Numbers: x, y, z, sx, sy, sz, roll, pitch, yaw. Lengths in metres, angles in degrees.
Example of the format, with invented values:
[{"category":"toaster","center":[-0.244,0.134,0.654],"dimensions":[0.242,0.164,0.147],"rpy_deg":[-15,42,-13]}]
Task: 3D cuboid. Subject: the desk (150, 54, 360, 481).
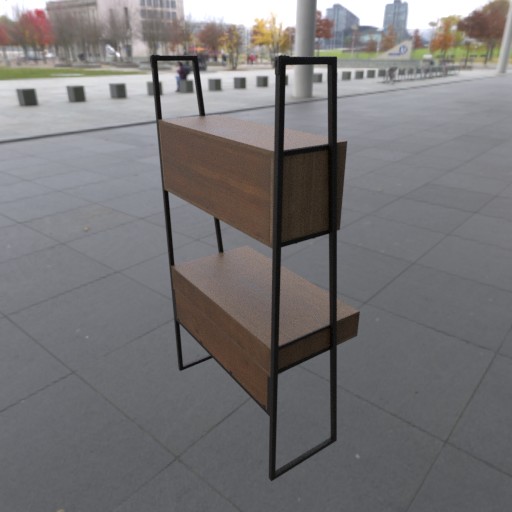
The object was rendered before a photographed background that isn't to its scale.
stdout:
[{"category":"desk","center":[0.000,0.000,2.185],"dimensions":[0.515,1.809,0.982],"rpy_deg":[-16,29,-31]}]
